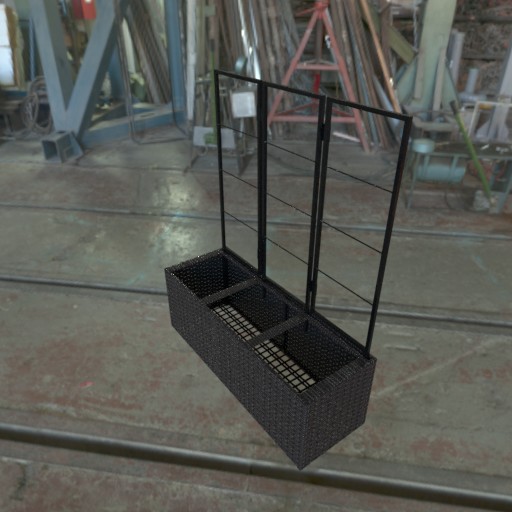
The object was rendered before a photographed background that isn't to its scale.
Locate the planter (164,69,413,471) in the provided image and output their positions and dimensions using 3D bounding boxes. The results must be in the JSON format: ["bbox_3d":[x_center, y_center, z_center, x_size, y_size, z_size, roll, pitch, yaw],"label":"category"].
[{"bbox_3d":[0.000,0.000,1.196,0.244,0.841,0.699,-21,37,-31],"label":"planter"}]
